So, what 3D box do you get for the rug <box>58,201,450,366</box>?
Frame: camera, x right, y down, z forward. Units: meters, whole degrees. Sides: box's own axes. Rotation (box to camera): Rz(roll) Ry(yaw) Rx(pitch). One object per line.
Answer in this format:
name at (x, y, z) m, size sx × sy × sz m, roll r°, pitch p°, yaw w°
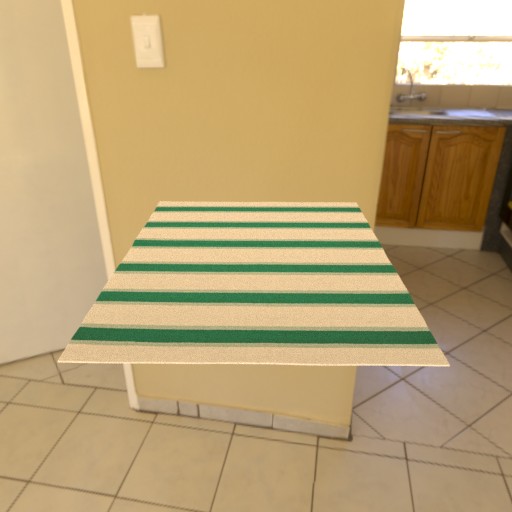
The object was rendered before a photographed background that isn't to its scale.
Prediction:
rug at (0.000, 0.000, 4.097) m, size 2.434 × 0.019 × 3.041 m, roll 0°, pitch 26°, yaw 1°
